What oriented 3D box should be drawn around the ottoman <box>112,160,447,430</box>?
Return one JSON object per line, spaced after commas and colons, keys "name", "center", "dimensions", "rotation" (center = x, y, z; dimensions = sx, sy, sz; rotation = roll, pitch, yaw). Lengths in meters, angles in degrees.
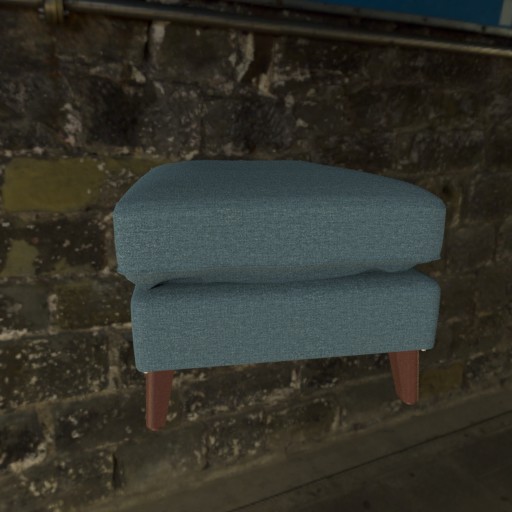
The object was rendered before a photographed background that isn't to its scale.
{"name": "ottoman", "center": [0.000, 0.000, 1.228], "dimensions": [0.629, 0.503, 0.835], "rotation": [-2, 15, -9]}
